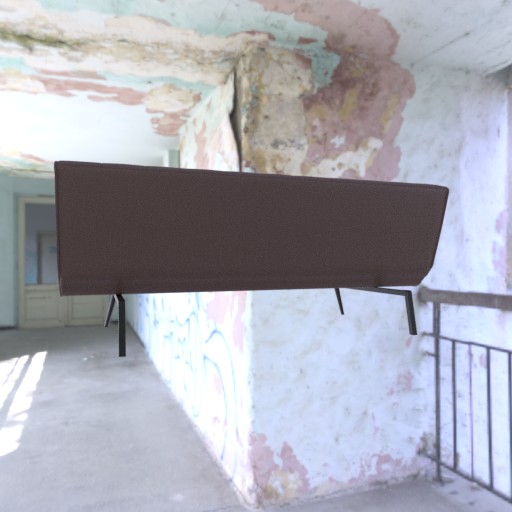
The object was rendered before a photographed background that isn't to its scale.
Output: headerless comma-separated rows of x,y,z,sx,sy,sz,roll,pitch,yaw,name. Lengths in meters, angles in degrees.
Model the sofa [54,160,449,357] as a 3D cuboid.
0.000,0.000,2.108,1.703,0.699,0.747,0,0,-20,sofa
